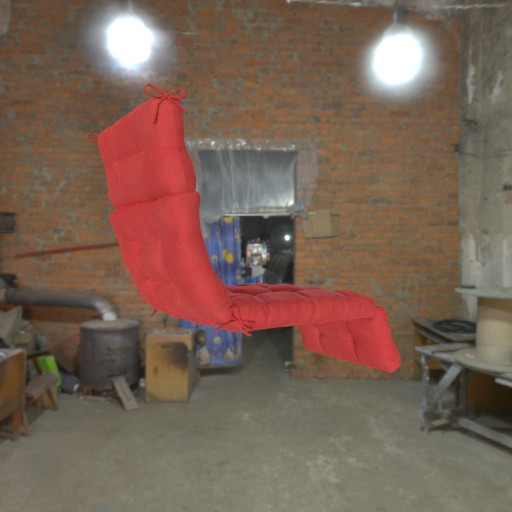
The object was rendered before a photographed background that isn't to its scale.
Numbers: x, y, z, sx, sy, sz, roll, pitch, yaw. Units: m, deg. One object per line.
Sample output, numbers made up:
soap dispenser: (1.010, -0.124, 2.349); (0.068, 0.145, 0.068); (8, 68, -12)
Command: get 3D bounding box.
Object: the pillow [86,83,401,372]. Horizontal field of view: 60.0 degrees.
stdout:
pillow: (0.000, 0.000, 1.551); (1.016, 0.863, 0.526); (0, 1, -36)
